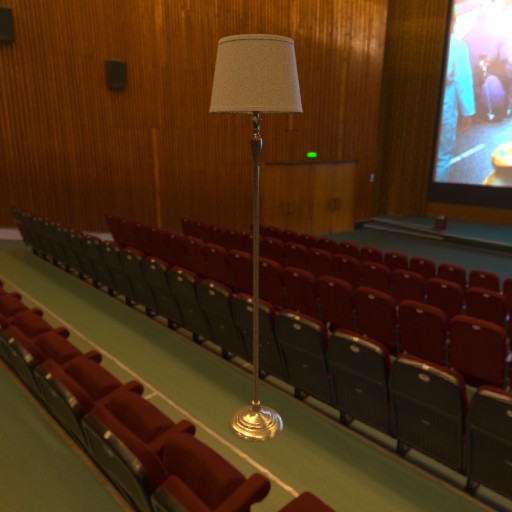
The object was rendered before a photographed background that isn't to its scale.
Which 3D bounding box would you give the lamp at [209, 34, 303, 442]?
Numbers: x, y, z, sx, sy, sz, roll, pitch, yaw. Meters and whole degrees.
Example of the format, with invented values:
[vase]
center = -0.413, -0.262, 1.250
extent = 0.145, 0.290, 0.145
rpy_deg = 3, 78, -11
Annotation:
[lamp]
center = 0.000, 0.000, 1.706
extent = 0.327, 1.506, 0.327
rpy_deg = 15, 22, 43
